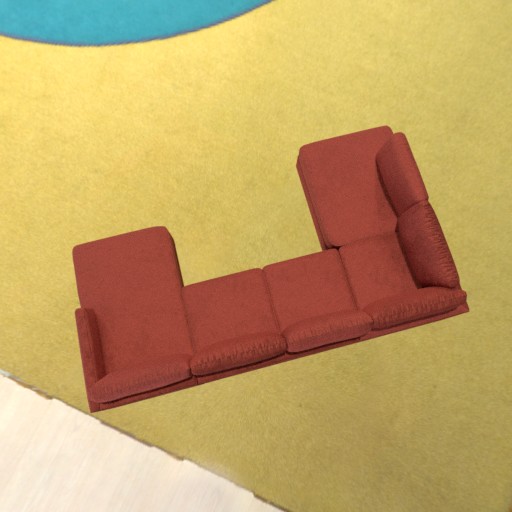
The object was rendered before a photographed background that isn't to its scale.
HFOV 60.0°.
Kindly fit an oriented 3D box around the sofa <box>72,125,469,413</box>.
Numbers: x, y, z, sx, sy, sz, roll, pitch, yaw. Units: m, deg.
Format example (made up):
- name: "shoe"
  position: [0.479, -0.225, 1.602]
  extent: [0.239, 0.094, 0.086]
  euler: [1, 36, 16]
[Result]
- name: "sofa"
  position: [0.000, 0.000, 4.278]
  extent: [3.434, 0.992, 2.055]
  euler: [-14, 75, -4]
